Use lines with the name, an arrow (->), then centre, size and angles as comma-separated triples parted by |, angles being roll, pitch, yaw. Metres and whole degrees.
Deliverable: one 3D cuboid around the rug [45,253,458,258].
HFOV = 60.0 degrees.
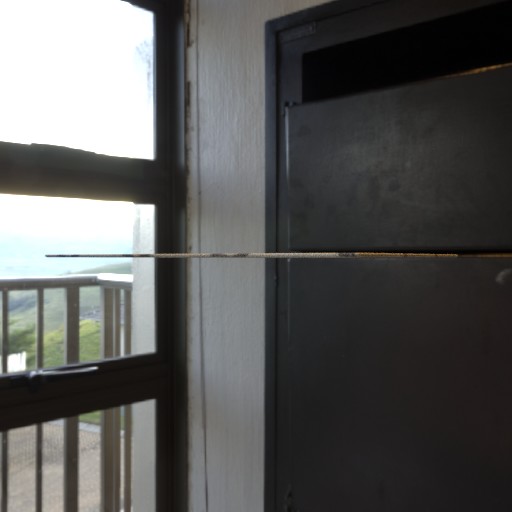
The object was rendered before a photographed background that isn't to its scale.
rug -> 0.000, 0.000, 4.087 | 3.000, 0.026, 2.399 | 0, 0, 36
